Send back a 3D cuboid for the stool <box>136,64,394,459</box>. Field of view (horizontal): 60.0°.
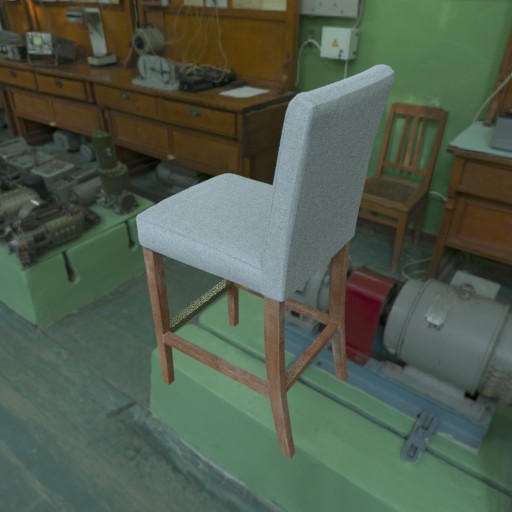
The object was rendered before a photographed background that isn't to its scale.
[{"bbox_3d":[0.000,0.000,1.361,0.570,1.088,0.439,21,38,29],"label":"stool"}]
